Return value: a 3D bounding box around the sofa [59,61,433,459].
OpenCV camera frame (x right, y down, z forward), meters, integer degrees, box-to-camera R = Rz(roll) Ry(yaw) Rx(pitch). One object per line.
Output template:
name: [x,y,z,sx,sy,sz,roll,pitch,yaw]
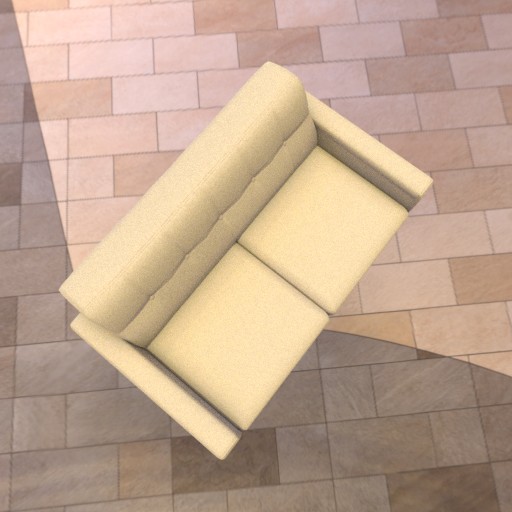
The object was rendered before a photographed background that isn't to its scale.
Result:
sofa: [0.000,0.000,2.256,0.980,0.892,1.655,38,79,9]
